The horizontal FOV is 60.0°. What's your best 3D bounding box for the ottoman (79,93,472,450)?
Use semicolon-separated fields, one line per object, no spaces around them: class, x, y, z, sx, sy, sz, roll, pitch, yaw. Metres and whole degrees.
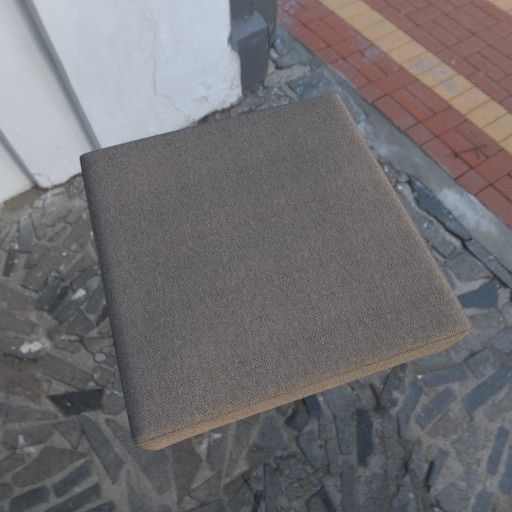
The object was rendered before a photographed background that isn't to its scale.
ottoman;0.000;0.000;1.506;0.970;0.378;0.981;-16;64;-8
